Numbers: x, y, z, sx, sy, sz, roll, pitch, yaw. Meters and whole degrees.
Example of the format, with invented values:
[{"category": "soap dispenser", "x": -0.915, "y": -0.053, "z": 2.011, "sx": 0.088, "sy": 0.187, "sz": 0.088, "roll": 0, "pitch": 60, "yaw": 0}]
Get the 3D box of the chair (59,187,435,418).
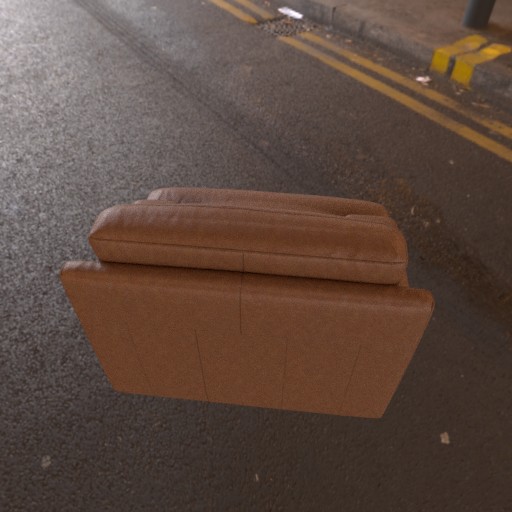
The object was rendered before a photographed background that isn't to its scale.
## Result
[{"category": "chair", "x": 0.000, "y": 0.000, "z": 1.977, "sx": 1.276, "sy": 0.978, "sz": 1.050, "roll": 4, "pitch": 46, "yaw": 4}]
